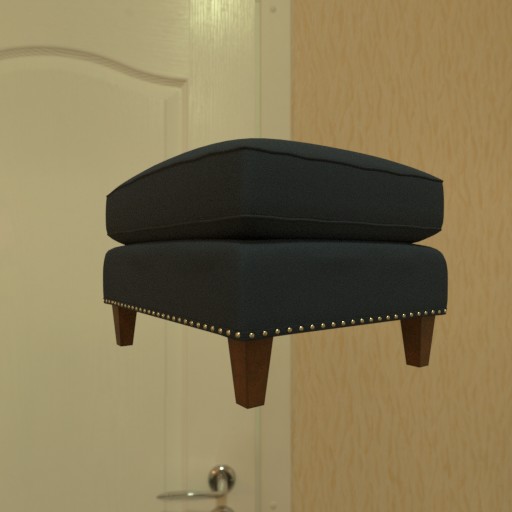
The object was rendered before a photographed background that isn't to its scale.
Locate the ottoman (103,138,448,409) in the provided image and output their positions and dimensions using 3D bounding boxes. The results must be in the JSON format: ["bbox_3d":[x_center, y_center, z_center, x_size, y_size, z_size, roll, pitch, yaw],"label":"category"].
[{"bbox_3d":[0.000,0.000,1.160,0.584,0.513,0.741,0,0,-36],"label":"ottoman"}]
